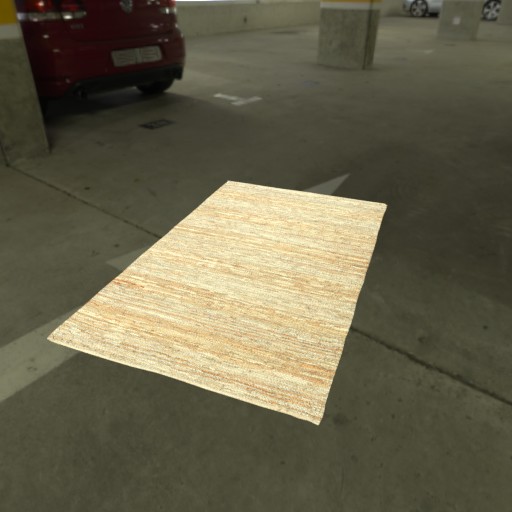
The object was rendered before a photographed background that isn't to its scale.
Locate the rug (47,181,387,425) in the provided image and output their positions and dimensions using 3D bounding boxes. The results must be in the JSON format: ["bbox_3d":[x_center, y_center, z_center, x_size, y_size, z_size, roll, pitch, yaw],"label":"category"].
[{"bbox_3d":[0.000,0.000,3.136,1.529,0.009,2.446,11,33,18],"label":"rug"}]
